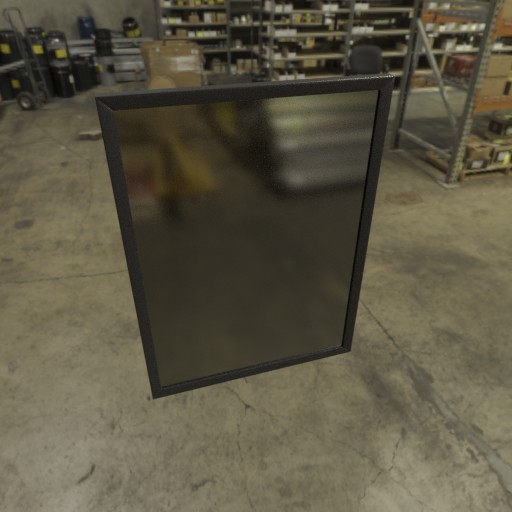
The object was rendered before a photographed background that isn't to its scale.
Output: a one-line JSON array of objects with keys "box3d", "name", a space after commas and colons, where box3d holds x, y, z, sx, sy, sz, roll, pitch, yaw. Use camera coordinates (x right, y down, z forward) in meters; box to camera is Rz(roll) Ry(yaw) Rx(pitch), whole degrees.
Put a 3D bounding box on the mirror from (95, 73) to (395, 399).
[{"box3d": [0.000, 0.000, 1.372, 0.762, 1.016, 0.040, -10, 34, -15], "name": "mirror"}]
